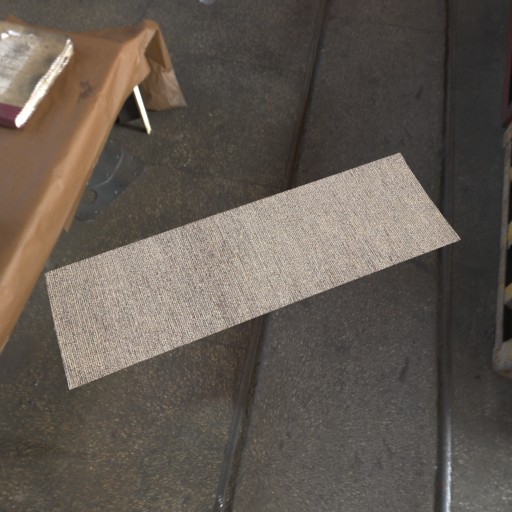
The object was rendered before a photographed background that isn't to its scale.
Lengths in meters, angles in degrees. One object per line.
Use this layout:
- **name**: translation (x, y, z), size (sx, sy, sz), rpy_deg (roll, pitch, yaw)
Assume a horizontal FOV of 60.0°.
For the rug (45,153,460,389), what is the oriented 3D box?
- **rug**: translation (0.000, 0.000, 2.579), size (2.335, 0.013, 0.697), rpy_deg (-20, 66, -9)
